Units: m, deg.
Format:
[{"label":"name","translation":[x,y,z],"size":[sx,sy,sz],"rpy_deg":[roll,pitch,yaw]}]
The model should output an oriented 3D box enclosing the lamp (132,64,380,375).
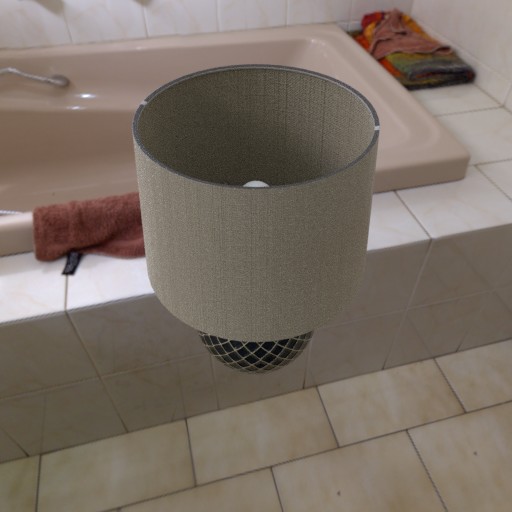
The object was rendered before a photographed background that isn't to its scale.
[{"label":"lamp","translation":[0.000,0.000,0.784],"size":[0.376,0.540,0.376],"rpy_deg":[0,46,0]}]
